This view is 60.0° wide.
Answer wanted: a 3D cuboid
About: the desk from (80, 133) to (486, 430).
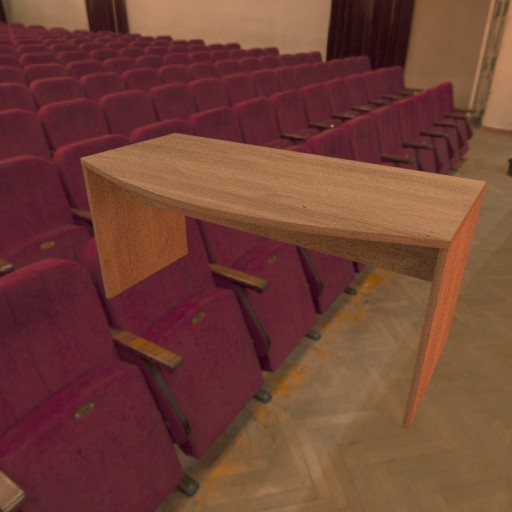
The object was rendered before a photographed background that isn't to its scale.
[{"bbox_3d":[0.000,0.000,1.972,1.600,0.752,0.802,17,32,29],"label":"desk"}]
